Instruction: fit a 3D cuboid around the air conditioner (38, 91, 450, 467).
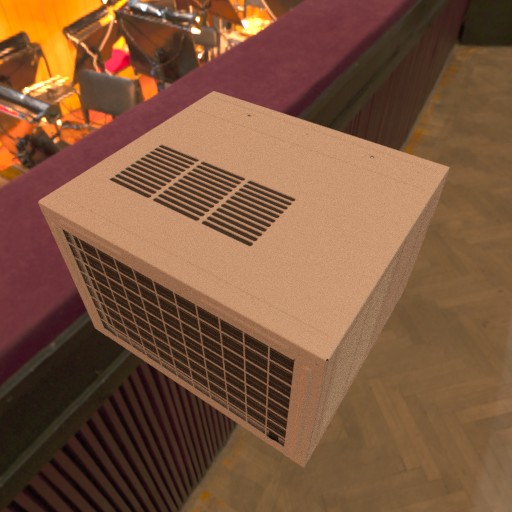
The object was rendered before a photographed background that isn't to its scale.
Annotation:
[{"bbox_3d":[0.000,0.000,1.086,0.645,0.455,0.599,26,51,23],"label":"air conditioner"}]
